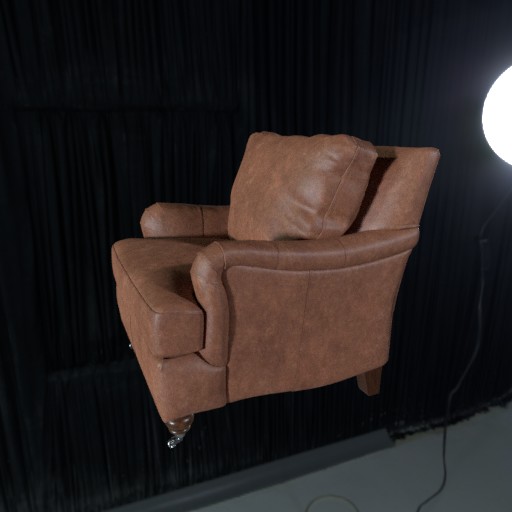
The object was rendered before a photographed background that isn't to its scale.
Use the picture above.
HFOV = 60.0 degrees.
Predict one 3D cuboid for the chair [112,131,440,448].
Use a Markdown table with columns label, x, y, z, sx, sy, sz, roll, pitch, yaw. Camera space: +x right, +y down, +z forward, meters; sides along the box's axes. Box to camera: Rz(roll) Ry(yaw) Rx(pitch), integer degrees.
| label | x | y | z | sx | sy | sz | roll | pitch | yaw |
| --- | --- | --- | --- | --- | --- | --- | --- | --- | --- |
| chair | 0.000 | 0.000 | 1.950 | 1.158 | 1.055 | 0.986 | -7 | 17 | -24 |
